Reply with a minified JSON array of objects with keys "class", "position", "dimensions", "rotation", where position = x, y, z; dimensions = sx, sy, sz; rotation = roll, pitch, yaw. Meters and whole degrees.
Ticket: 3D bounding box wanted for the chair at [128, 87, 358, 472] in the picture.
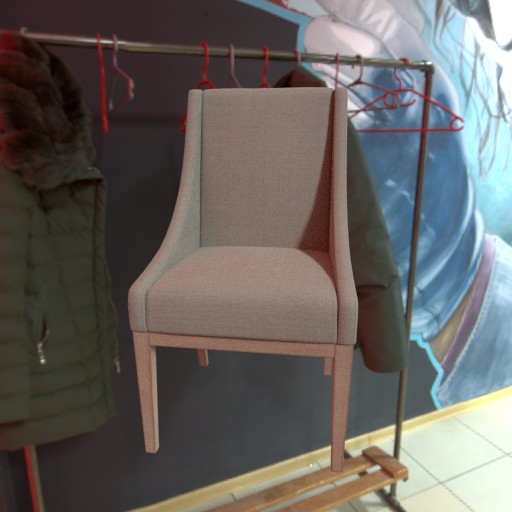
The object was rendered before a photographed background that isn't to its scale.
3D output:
[{"class":"chair","position":[0.000,0.000,1.361],"dimensions":[0.575,1.021,0.611],"rotation":[2,15,8]}]
